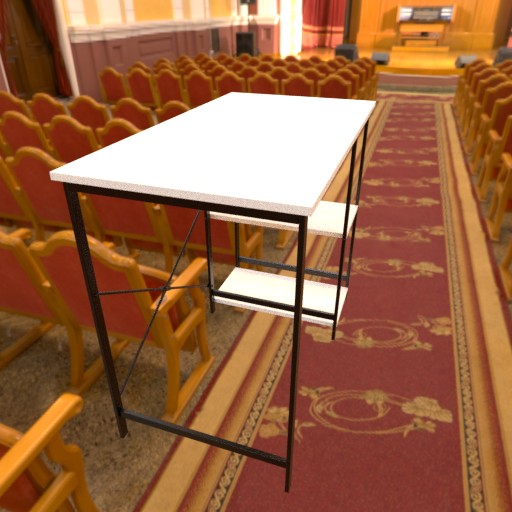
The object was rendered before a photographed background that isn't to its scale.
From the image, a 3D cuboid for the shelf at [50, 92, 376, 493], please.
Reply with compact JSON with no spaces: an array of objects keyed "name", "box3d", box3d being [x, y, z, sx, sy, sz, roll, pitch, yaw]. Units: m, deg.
[{"name":"shelf","box3d":[0.000,0.000,1.306,0.498,0.750,0.902,10,31,17]}]
